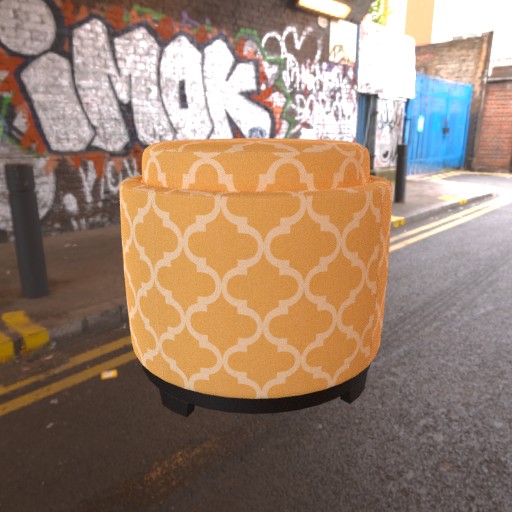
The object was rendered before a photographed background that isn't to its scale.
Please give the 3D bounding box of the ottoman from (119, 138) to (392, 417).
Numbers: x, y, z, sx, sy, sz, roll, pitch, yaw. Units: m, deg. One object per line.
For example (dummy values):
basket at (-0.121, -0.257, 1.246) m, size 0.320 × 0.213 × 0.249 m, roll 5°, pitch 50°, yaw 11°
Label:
ottoman at (0.000, 0.000, 0.837) m, size 0.480 × 0.429 × 0.480 m, roll 0°, pitch 15°, yaw 0°
